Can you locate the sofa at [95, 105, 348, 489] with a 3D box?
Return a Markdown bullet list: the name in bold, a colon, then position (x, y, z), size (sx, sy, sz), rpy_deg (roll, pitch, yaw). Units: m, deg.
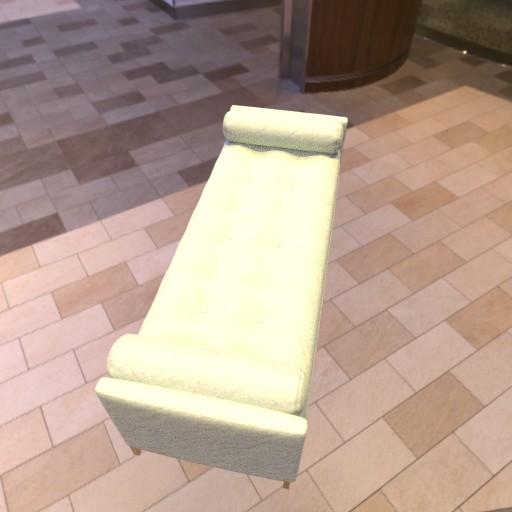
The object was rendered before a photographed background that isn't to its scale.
- **sofa**: position (0.000, 0.000, 2.441), size (0.796, 0.705, 2.102), rpy_deg (9, 48, 8)
